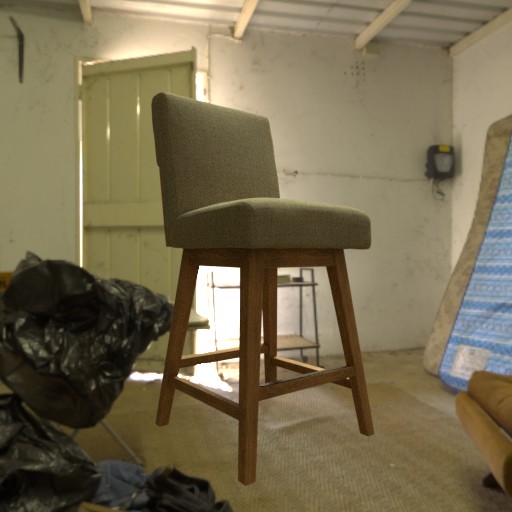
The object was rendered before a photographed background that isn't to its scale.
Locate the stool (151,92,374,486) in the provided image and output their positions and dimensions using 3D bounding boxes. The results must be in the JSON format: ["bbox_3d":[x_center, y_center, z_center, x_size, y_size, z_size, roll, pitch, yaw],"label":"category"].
[{"bbox_3d":[0.000,0.000,1.312,0.459,1.010,0.526,0,0,-38],"label":"stool"}]
